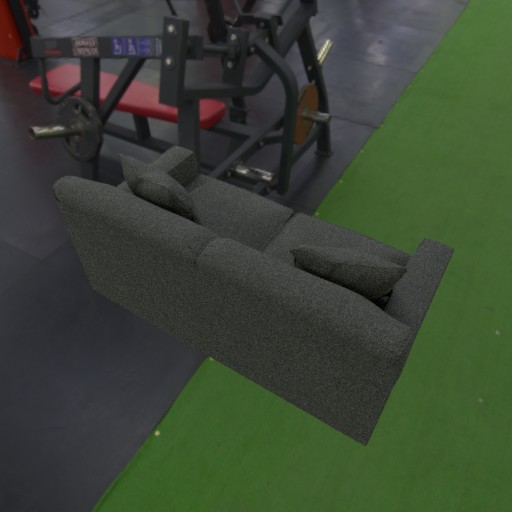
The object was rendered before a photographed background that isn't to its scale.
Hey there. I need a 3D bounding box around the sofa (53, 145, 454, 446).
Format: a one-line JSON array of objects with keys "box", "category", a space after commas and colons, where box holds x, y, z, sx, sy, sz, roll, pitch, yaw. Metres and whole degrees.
[{"box": [0.000, 0.000, 2.452, 1.846, 0.958, 0.998, 24, 50, 22], "category": "sofa"}]
